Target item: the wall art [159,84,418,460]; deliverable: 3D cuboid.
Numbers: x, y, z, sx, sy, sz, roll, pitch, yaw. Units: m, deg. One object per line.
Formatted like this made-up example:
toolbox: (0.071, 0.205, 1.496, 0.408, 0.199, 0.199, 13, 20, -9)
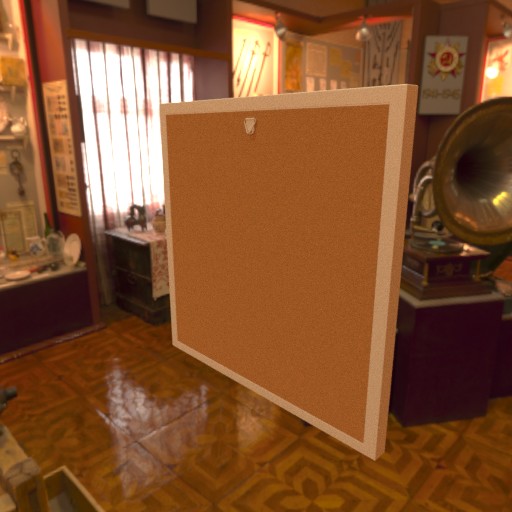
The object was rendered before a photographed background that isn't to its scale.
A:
wall art: (0.000, 0.000, 1.123, 0.050, 0.762, 0.761, -15, 21, -43)
